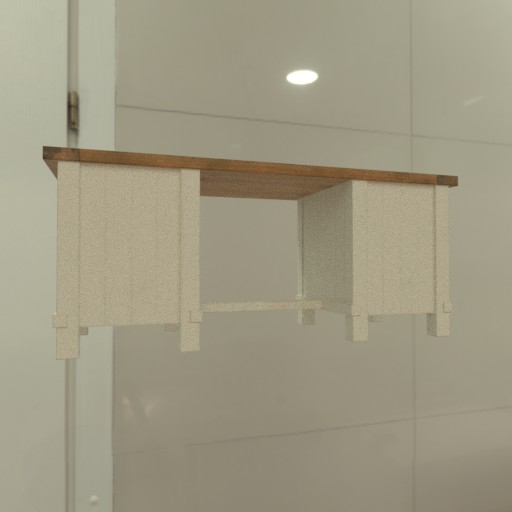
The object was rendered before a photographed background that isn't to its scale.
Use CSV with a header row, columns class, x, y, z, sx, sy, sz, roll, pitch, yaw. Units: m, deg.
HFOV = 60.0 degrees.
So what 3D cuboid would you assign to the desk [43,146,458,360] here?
class,x,y,z,sx,sy,sz,roll,pitch,yaw
desk,0.000,0.000,2.165,1.803,0.760,0.688,0,-1,-18
